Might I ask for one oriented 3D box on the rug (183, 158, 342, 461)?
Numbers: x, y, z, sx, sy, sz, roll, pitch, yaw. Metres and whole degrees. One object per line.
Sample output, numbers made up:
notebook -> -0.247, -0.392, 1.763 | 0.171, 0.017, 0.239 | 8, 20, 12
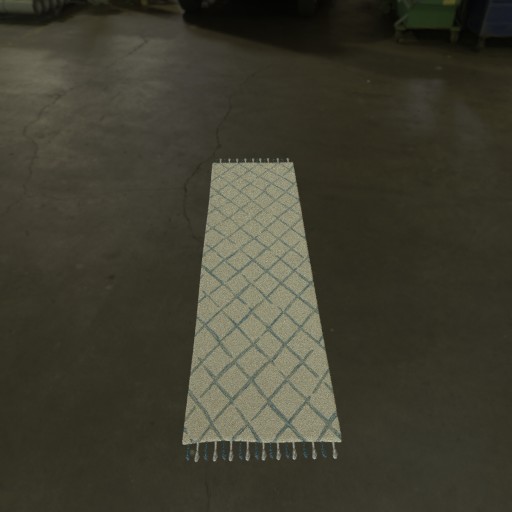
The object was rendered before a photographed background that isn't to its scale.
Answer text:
rug -> 0.000, 0.000, 2.571 | 0.620, 0.008, 2.372 | -1, 40, -1
